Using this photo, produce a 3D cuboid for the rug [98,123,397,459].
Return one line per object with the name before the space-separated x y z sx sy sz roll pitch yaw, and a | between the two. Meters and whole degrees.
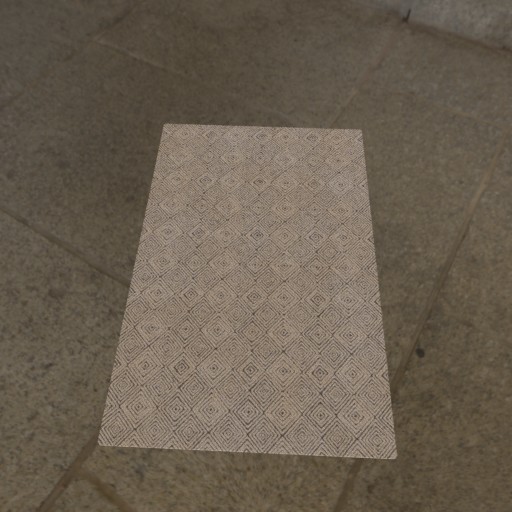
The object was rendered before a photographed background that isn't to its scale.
rug | 0.000 0.000 2.187 1.175 0.008 1.783 2 60 1
